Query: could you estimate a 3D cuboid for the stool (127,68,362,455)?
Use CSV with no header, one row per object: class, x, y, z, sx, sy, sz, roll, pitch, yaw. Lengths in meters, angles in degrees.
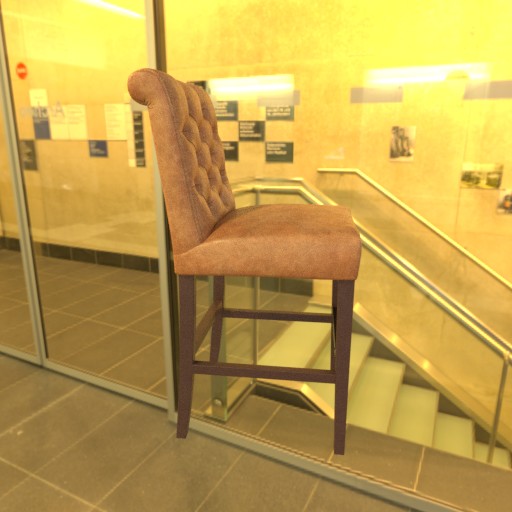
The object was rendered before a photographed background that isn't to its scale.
stool,0.000,0.000,1.385,0.601,1.047,0.493,2,15,8
